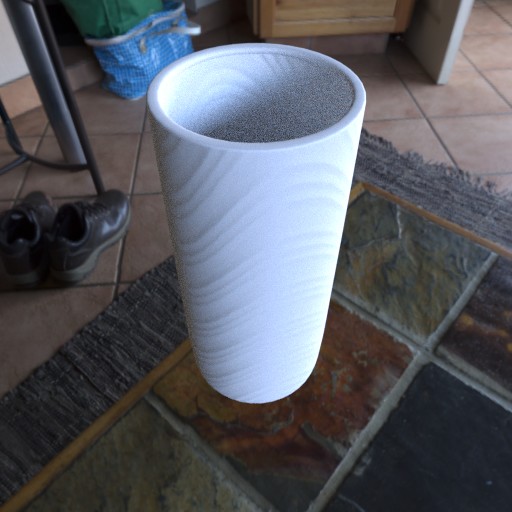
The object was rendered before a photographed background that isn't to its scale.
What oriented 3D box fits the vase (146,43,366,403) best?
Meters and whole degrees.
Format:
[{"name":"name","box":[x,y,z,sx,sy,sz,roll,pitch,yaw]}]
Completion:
[{"name":"vase","box":[0.000,0.000,0.396,0.143,0.316,0.143,0,48,0]}]
